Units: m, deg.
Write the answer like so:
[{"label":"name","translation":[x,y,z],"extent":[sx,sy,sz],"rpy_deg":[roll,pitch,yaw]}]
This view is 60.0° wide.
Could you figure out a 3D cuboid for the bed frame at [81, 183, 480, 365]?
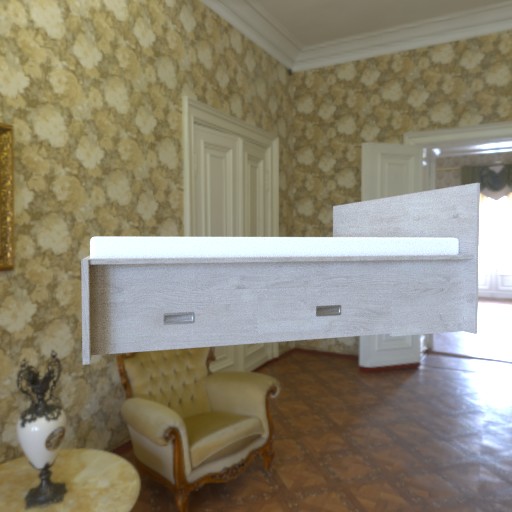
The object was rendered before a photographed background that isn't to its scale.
[{"label":"bed frame","translation":[0.000,0.000,2.823],"extent":[1.960,0.800,1.622],"rpy_deg":[-1,2,-17]}]
